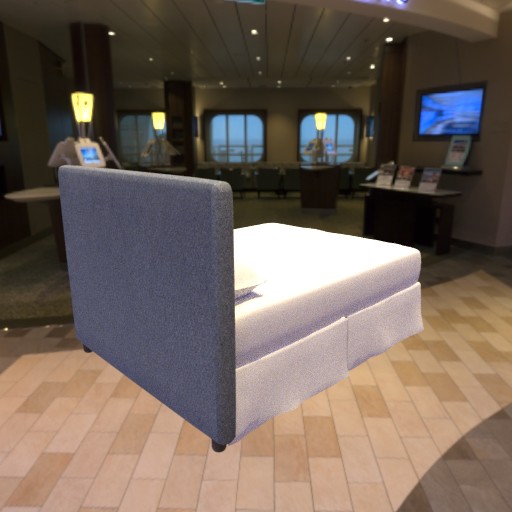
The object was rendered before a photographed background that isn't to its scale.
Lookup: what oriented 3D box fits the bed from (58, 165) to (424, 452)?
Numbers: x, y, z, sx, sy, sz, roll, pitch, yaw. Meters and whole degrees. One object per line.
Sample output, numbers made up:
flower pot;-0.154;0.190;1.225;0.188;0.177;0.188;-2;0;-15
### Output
bed;0.000;0.000;3.234;2.142;1.330;1.723;-14;20;-43
